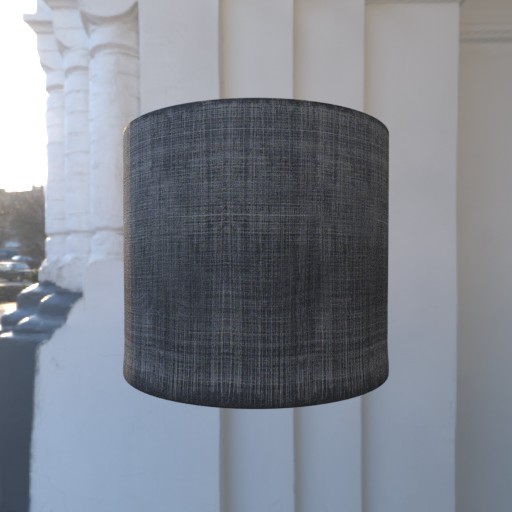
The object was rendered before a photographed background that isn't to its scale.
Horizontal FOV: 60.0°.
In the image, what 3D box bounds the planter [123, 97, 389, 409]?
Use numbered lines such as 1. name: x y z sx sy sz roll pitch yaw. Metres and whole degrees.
1. planter: 0.000 0.000 0.309 0.178 0.157 0.178 0 0 0
